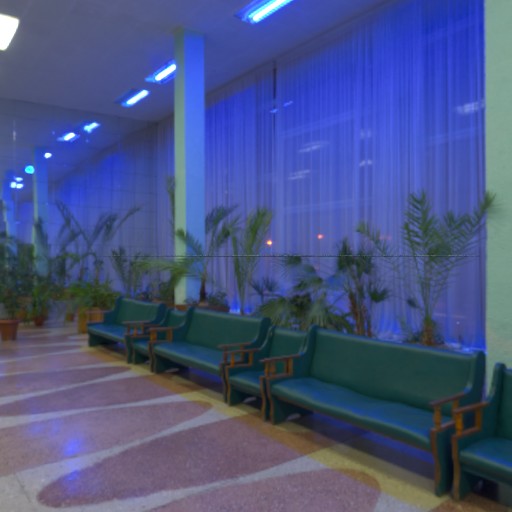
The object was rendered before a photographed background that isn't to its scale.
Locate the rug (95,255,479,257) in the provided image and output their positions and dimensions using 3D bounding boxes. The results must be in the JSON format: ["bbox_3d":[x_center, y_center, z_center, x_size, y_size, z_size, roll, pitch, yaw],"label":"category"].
[{"bbox_3d":[0.000,0.000,4.391,2.190,0.008,3.371,0,0,-36],"label":"rug"}]
